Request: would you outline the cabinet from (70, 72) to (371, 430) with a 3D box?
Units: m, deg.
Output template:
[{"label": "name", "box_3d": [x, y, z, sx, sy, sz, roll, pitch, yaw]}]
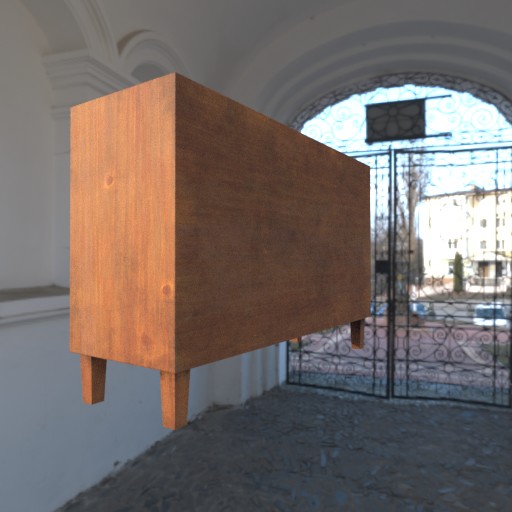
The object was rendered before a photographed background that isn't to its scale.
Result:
[{"label": "cabinet", "box_3d": [0.000, 0.000, 1.588, 0.403, 0.805, 1.204, 0, -1, 35]}]
